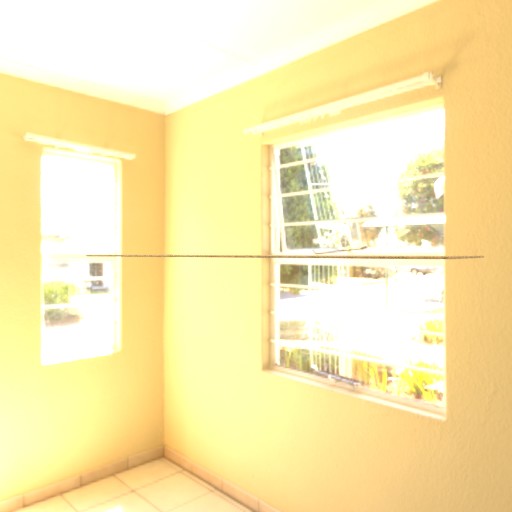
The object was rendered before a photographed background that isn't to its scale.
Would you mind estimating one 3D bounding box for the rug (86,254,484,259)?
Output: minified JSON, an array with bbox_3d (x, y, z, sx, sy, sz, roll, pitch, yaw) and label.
[{"bbox_3d":[0.000,0.000,2.743,2.436,0.013,0.807,0,1,36],"label":"rug"}]
